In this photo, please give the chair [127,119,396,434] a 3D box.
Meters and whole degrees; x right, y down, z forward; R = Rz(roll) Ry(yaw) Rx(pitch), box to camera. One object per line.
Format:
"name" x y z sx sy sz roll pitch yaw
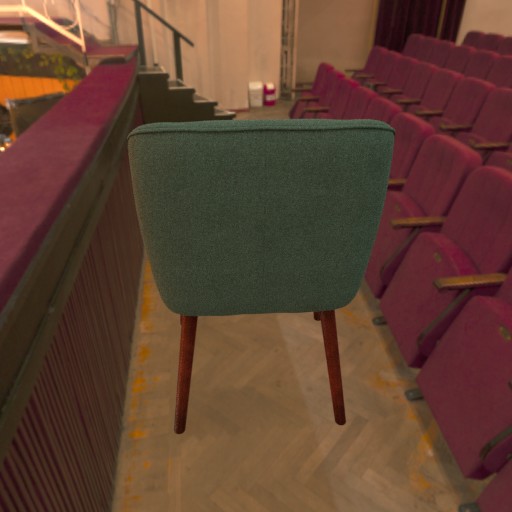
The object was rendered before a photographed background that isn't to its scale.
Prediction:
"chair" 0.000 0.000 1.148 0.543 0.803 0.519 -2 31 -3
